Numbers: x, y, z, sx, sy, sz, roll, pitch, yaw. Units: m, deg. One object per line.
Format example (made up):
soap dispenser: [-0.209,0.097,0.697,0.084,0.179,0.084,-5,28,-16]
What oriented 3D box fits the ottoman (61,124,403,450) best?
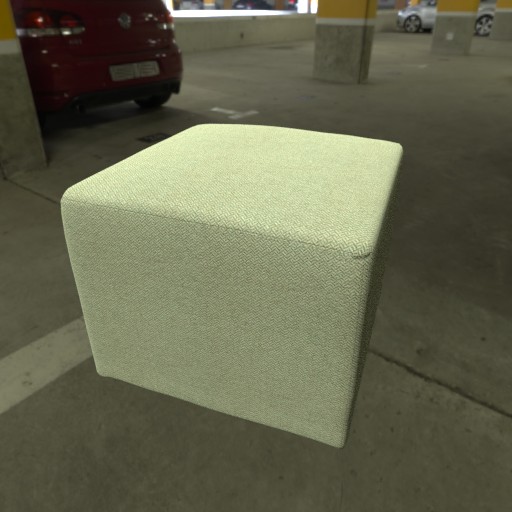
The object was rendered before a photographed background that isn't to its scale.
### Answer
ottoman: [0.000,0.000,0.930,0.512,0.453,0.521,11,31,18]
